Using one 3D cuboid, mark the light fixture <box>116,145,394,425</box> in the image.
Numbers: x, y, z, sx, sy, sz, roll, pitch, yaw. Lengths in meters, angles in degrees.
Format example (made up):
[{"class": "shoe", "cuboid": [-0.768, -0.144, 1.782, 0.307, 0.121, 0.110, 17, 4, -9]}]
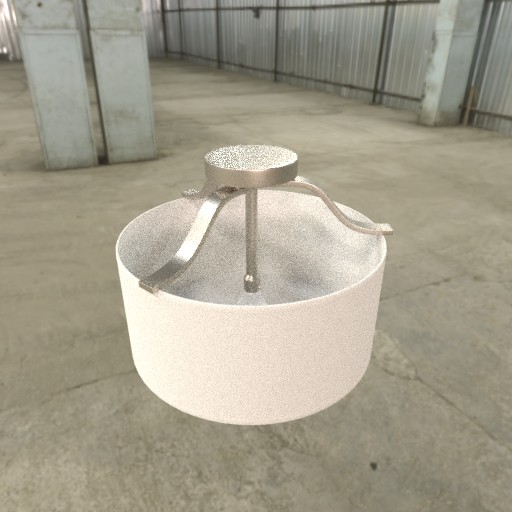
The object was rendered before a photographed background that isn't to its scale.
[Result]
[{"class": "light fixture", "cuboid": [0.000, 0.000, 0.664, 0.395, 0.304, 0.395, 0, 28, 0]}]
